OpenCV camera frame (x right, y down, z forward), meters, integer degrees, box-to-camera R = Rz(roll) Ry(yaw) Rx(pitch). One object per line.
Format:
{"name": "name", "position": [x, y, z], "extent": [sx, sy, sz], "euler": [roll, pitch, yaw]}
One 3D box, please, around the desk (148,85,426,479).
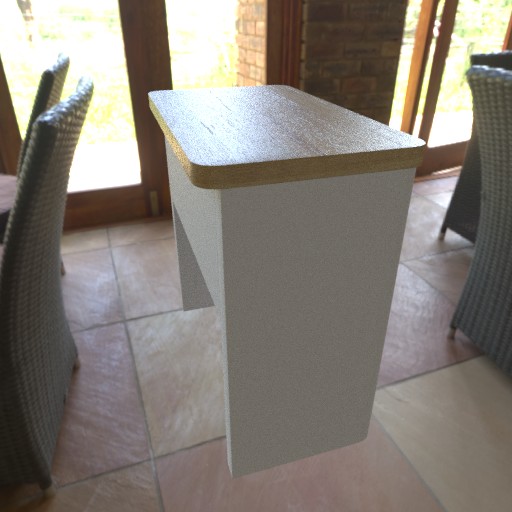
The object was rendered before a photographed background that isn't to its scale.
{"name": "desk", "position": [0.000, 0.000, 1.251], "extent": [0.440, 0.790, 0.760], "euler": [-9, 30, -15]}
